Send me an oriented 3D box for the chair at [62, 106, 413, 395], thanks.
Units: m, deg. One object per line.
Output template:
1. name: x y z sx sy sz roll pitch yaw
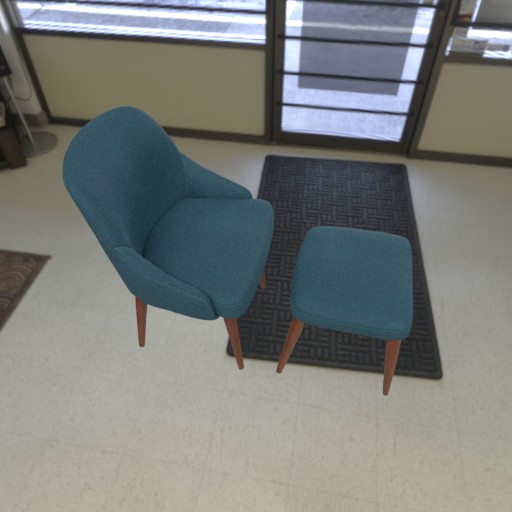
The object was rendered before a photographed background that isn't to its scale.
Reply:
1. chair: 0.000 0.000 1.585 1.114 0.866 0.584 9 47 9
